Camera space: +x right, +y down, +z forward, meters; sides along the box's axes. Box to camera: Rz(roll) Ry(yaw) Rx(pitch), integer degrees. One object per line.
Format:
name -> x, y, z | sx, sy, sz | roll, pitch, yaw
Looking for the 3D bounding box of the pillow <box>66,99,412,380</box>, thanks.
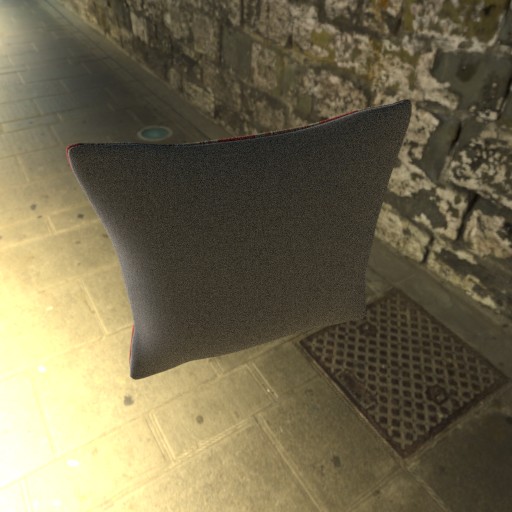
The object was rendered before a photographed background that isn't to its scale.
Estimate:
pillow -> 0.000, 0.000, 0.656 | 0.437, 0.419, 0.136 | -12, 42, -14
